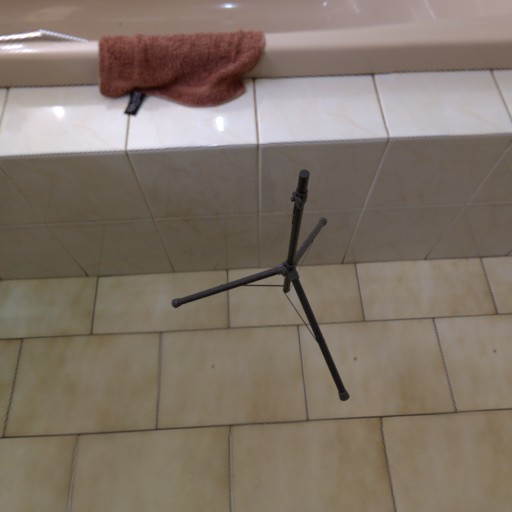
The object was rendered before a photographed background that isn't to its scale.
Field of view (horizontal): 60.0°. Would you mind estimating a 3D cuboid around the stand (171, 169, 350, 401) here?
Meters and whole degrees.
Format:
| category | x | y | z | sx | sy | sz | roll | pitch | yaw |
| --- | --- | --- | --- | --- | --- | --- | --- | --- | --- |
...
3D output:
| category | x | y | z | sx | sy | sz | roll | pitch | yaw |
| --- | --- | --- | --- | --- | --- | --- | --- | --- | --- |
| stand | 0.000 | 0.000 | 1.910 | 0.907 | 1.136 | 1.045 | 0 | 63 | 0 |
